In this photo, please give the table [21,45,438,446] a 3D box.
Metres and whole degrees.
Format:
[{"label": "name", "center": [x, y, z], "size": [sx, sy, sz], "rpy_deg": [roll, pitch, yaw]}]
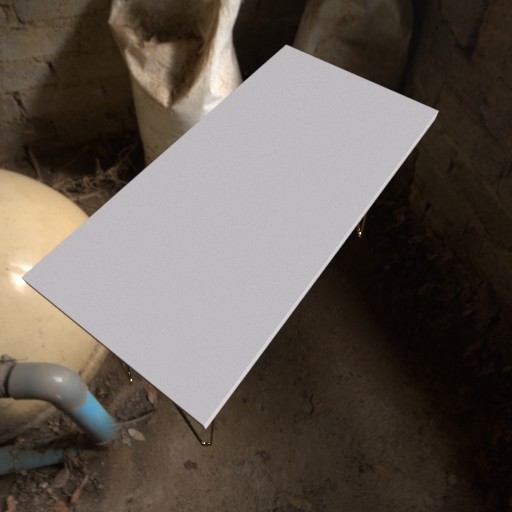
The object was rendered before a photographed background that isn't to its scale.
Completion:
[{"label": "table", "center": [0.000, 0.000, 1.341], "size": [0.498, 0.660, 0.991], "rpy_deg": [32, 64, 18]}]
